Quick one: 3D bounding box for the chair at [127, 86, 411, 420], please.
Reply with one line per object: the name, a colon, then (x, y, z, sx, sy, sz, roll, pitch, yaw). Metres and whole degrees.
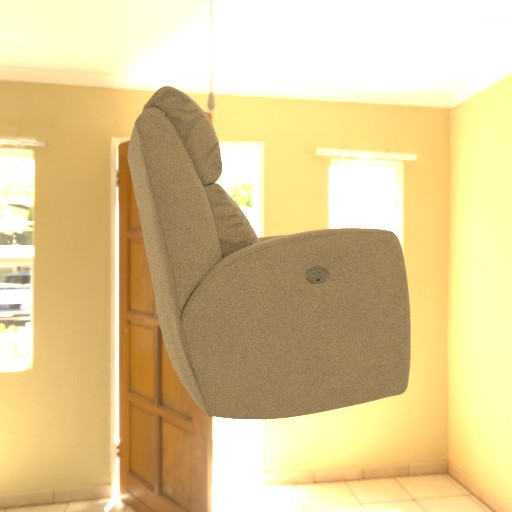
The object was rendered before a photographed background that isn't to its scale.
chair: (0.000, 0.000, 1.703, 0.940, 1.021, 0.794, 0, 0, -18)
